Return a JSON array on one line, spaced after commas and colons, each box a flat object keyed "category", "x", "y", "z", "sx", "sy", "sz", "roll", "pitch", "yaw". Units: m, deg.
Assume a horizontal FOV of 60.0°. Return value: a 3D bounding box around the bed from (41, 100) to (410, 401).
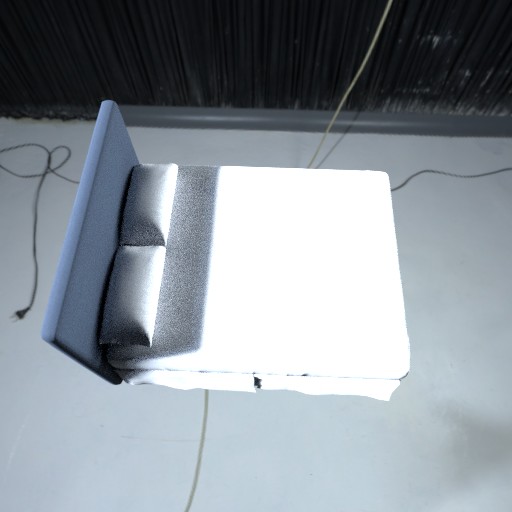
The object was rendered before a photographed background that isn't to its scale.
[{"category": "bed", "x": 0.000, "y": 0.000, "z": 3.164, "sx": 2.162, "sy": 1.330, "sz": 1.713, "roll": 2, "pitch": 63, "yaw": 1}]
